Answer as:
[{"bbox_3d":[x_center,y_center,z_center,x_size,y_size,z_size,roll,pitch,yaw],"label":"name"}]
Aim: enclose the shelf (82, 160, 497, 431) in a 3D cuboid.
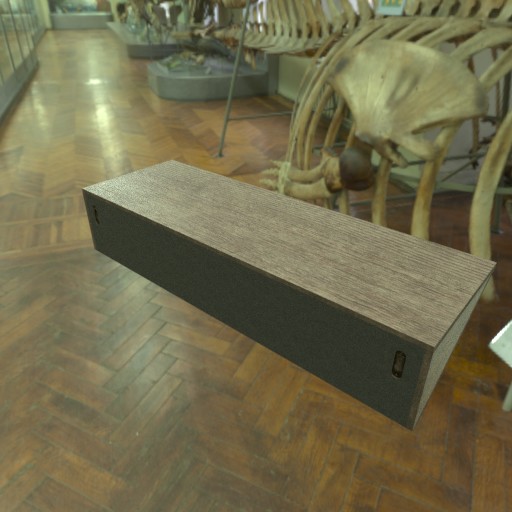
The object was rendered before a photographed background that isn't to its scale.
[{"bbox_3d":[0.000,0.000,0.682,0.610,0.125,0.200,23,38,34],"label":"shelf"}]
